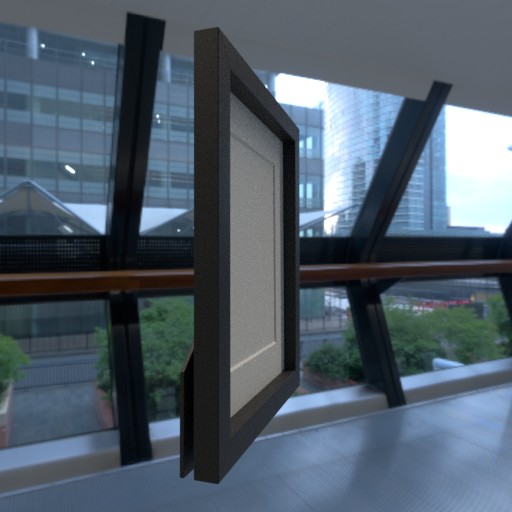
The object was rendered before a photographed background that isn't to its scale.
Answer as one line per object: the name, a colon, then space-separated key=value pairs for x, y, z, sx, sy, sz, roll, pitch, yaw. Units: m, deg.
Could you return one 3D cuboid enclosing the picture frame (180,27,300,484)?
picture frame: x=0.000 y=0.000 z=0.521 sx=0.036 sy=0.383 sz=0.307 roll=0 pitch=-1 yaw=18
